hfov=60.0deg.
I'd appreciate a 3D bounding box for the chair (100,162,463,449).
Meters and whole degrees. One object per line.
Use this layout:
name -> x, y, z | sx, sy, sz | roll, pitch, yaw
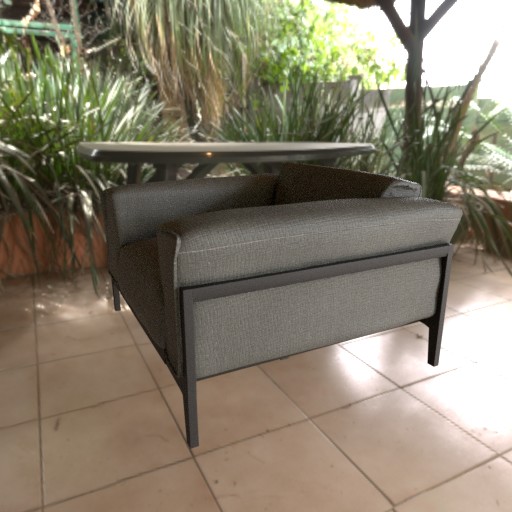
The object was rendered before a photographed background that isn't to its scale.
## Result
chair -> 0.000, 0.000, 1.691 | 0.969, 0.646, 1.056 | -8, 18, -26
